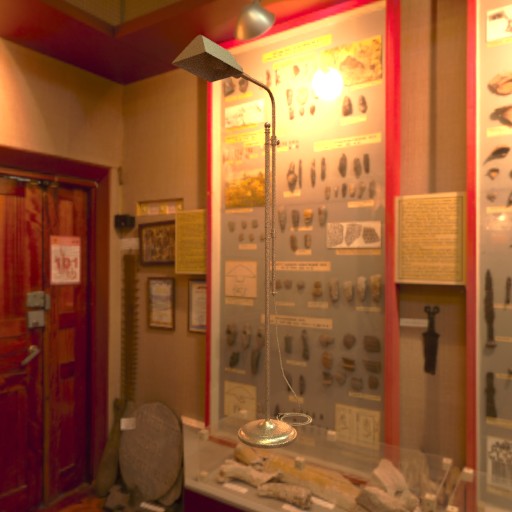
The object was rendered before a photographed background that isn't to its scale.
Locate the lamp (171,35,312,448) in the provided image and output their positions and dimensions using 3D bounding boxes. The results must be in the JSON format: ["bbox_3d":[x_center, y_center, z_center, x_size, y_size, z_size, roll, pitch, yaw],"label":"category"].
[{"bbox_3d":[0.000,0.000,1.862,0.256,1.571,0.813,0,0,35],"label":"lamp"}]
